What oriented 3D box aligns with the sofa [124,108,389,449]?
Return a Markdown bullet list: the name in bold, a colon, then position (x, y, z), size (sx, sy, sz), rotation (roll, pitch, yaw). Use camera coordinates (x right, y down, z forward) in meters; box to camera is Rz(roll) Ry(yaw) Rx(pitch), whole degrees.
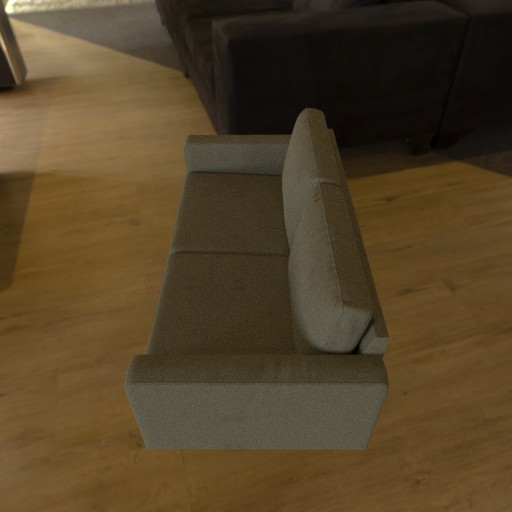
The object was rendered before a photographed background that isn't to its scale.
- **sofa**: position (0.000, 0.000, 2.219), size (0.889, 0.897, 1.730), rotation (0, 42, 0)
